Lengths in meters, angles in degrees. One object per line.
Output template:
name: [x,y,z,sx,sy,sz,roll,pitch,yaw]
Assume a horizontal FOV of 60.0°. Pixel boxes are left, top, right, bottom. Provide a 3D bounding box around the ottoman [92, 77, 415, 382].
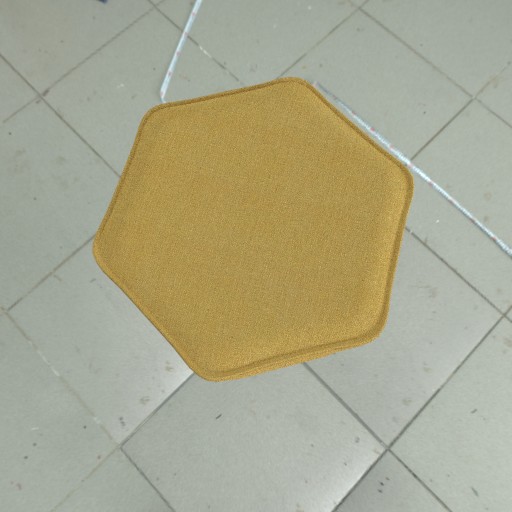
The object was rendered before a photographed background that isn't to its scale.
ottoman: [0.000,0.000,0.882,0.443,0.502,0.494,15,76,4]
